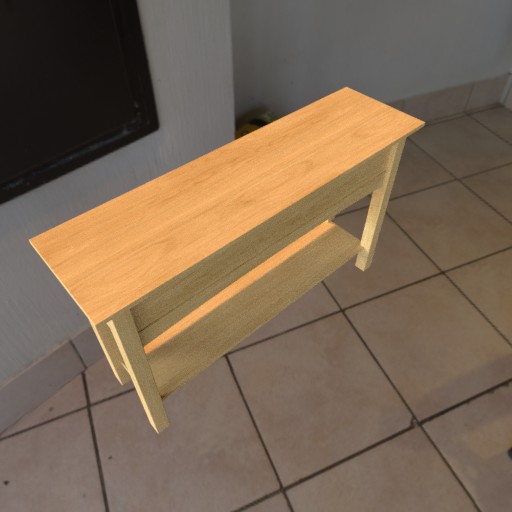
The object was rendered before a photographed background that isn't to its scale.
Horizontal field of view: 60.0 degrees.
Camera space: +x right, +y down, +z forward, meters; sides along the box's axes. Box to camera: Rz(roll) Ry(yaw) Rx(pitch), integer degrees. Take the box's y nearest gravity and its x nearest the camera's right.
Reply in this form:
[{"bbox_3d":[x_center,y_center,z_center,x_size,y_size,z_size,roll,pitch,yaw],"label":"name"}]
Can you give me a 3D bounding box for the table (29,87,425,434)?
[{"bbox_3d":[0.000,0.000,1.586,1.240,0.730,0.350,-33,55,-27],"label":"table"}]
